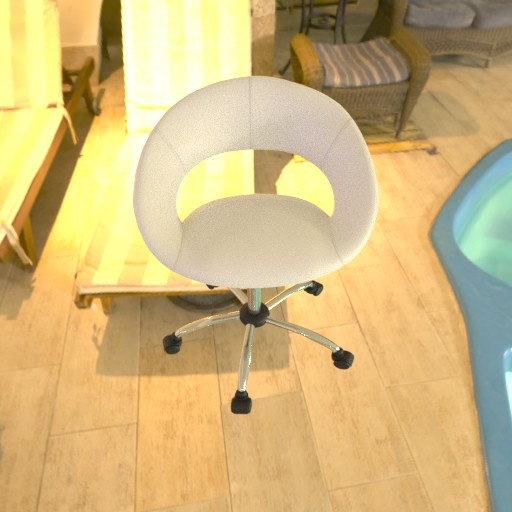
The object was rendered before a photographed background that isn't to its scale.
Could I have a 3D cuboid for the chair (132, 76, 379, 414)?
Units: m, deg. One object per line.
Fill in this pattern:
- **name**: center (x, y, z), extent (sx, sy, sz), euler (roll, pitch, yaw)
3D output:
- **chair**: center (0.000, 0.000, 1.199), extent (0.612, 0.791, 0.538), euler (-2, 46, -2)
